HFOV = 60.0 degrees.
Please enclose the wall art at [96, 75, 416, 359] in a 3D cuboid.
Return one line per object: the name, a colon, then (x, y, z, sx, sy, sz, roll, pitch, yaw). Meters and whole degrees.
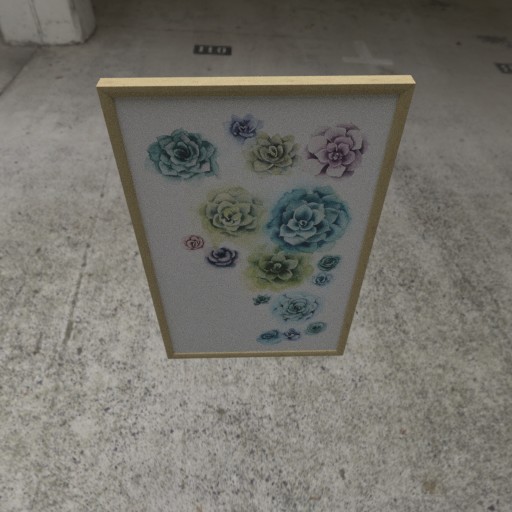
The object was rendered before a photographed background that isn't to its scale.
wall art: (0.000, 0.000, 1.003, 0.510, 0.810, 0.039, -1, 45, -1)
